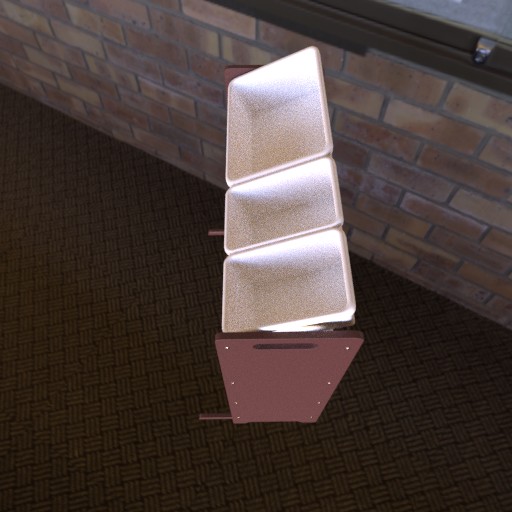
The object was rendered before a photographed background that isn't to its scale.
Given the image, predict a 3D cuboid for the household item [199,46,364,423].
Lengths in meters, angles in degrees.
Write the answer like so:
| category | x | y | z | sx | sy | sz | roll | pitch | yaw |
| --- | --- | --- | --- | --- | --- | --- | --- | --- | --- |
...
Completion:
| category | x | y | z | sx | sy | sz | roll | pitch | yaw |
| --- | --- | --- | --- | --- | --- | --- | --- | --- | --- |
| household item | 0.000 | 0.000 | 1.312 | 0.389 | 0.864 | 0.787 | -1 | 59 | 0 |
